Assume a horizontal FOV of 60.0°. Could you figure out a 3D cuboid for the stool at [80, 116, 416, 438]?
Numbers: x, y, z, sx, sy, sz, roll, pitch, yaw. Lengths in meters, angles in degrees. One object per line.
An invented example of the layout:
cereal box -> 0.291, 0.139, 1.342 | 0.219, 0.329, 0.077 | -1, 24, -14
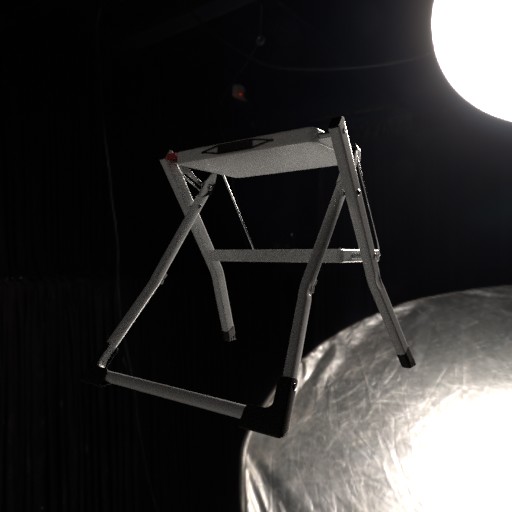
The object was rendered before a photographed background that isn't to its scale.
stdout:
stool -> 0.000, 0.000, 0.862 | 0.485, 0.445, 0.490 | 0, 0, 36
